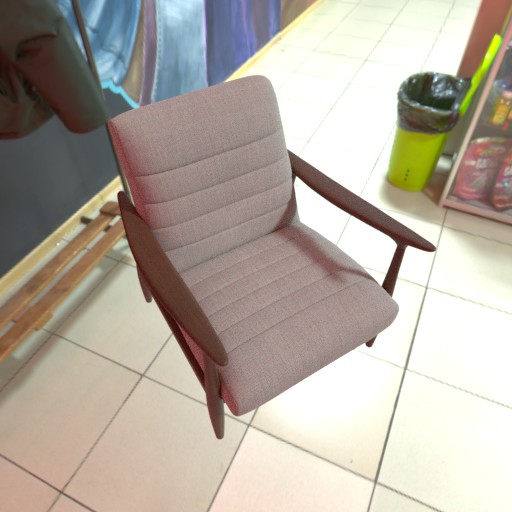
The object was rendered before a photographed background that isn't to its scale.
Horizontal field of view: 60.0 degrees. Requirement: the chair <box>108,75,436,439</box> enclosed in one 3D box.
[{"bbox_3d":[0.000,0.000,1.462,0.741,0.832,0.798,-24,51,-22],"label":"chair"}]
